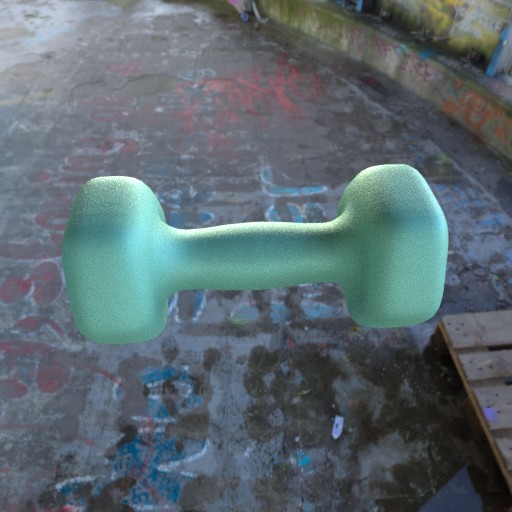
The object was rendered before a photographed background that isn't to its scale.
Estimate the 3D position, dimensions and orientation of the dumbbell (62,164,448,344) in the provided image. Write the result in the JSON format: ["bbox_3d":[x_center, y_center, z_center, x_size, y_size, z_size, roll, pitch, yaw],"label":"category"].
[{"bbox_3d":[0.000,0.000,0.332,0.260,0.117,0.129,-2,47,-2],"label":"dumbbell"}]
